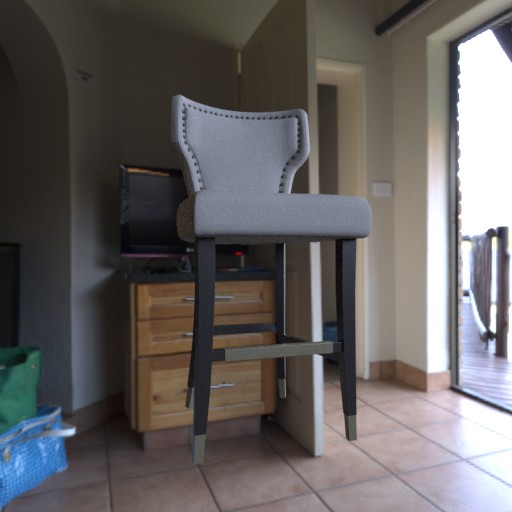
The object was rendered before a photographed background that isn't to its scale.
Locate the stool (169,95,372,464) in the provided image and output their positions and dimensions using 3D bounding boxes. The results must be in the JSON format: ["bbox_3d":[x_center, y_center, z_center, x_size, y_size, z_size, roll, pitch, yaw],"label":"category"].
[{"bbox_3d":[0.000,0.000,1.437,0.526,1.092,0.563,0,0,-18],"label":"stool"}]
